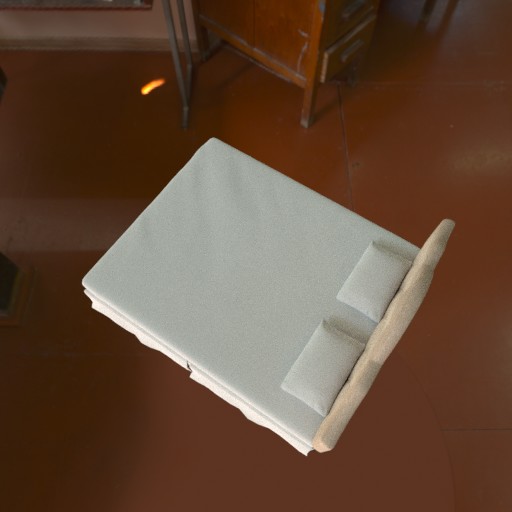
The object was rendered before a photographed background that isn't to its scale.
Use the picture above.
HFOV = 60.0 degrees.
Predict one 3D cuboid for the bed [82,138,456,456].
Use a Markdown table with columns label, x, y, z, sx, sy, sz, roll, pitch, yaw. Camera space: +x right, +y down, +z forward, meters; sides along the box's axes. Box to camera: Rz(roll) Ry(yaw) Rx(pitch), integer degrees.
| label | x | y | z | sx | sy | sz | roll | pitch | yaw |
| --- | --- | --- | --- | --- | --- | --- | --- | --- | --- |
| bed | 0.000 | 0.000 | 2.954 | 1.970 | 1.194 | 1.667 | 31 | 68 | 14 |
